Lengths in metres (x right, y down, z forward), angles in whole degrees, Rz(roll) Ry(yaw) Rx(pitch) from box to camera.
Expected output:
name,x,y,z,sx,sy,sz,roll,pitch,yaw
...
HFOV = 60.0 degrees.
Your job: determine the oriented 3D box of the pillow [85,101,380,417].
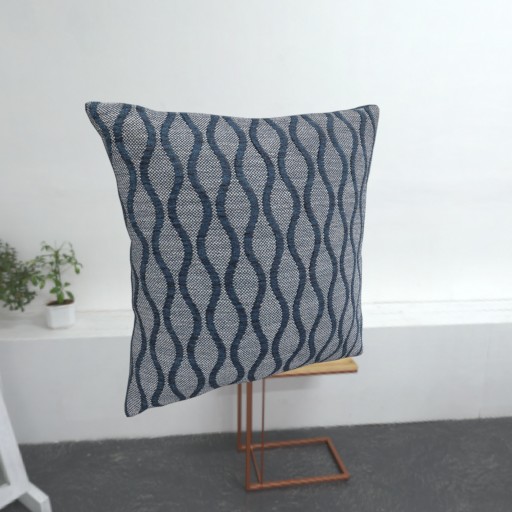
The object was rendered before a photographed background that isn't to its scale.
name,x,y,z,sx,sy,sz,roll,pitch,yaw
pillow,0.000,0.000,0.658,0.435,0.435,0.159,-8,18,-26
